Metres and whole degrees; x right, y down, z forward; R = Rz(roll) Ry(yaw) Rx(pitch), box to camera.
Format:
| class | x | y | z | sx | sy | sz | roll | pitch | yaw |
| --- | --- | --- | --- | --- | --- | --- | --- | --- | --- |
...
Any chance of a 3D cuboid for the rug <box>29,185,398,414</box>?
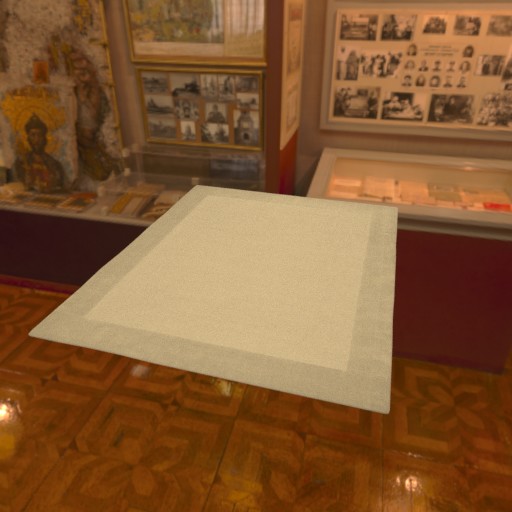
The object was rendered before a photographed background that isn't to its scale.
| class | x | y | z | sx | sy | sz | roll | pitch | yaw |
| --- | --- | --- | --- | --- | --- | --- | --- | --- | --- |
| rug | 0.000 | 0.000 | 3.997 | 2.430 | 0.018 | 2.976 | 8 | 31 | 14 |
